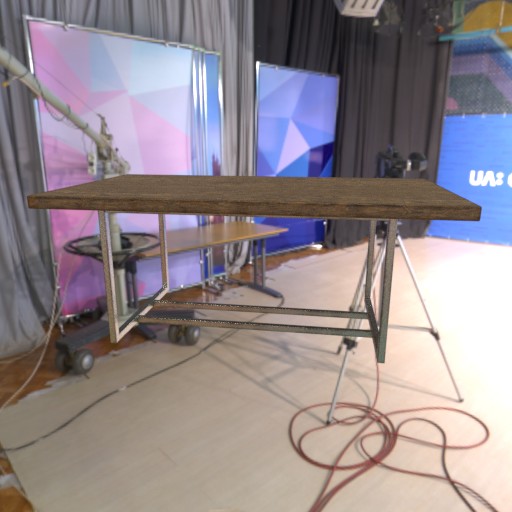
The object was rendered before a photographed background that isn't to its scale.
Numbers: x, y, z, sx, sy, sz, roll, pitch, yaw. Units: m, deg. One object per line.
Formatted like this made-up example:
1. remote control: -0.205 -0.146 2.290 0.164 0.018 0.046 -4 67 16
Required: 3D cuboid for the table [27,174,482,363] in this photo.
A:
1. table: 0.000 0.000 2.527 1.989 0.795 1.078 2 16 9
